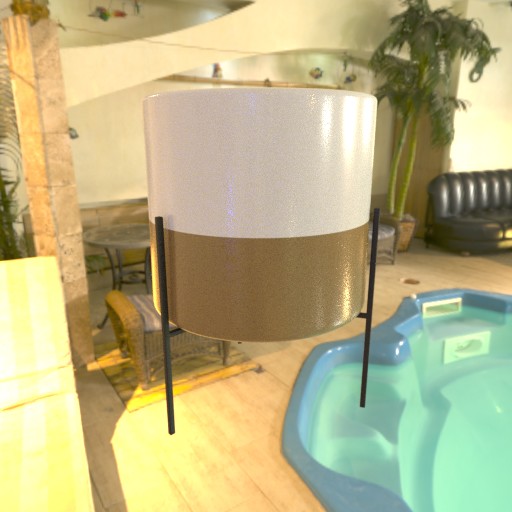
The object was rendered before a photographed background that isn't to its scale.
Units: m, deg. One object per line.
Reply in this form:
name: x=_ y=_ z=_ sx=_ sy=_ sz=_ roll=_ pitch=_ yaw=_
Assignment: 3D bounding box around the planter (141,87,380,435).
planter: x=0.000 y=0.000 z=0.641 sx=0.310 sy=0.432 sz=0.310 roll=-8 pitch=18 yaw=-26
